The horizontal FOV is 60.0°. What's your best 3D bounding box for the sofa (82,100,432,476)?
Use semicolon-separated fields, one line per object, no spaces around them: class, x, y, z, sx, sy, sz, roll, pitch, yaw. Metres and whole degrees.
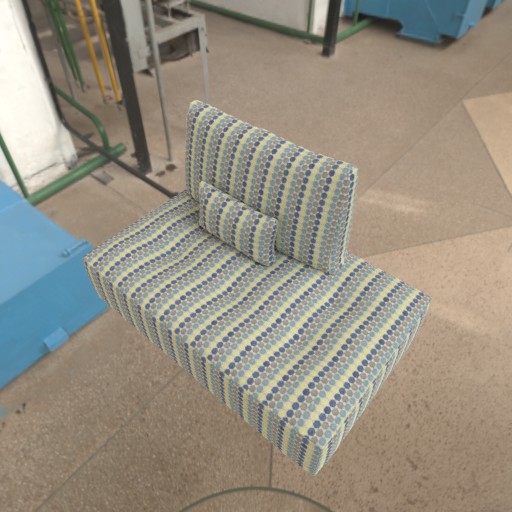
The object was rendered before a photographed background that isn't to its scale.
sofa;0.000;0.000;2.028;1.450;0.820;1.000;32;54;26
